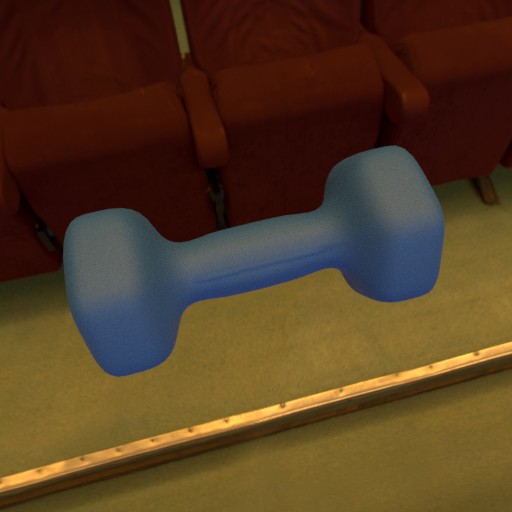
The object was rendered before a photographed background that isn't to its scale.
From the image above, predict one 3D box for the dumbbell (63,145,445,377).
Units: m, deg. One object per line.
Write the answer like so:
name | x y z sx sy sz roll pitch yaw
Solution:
dumbbell | 0.000 0.000 0.270 0.212 0.093 0.103 -13 65 -6
